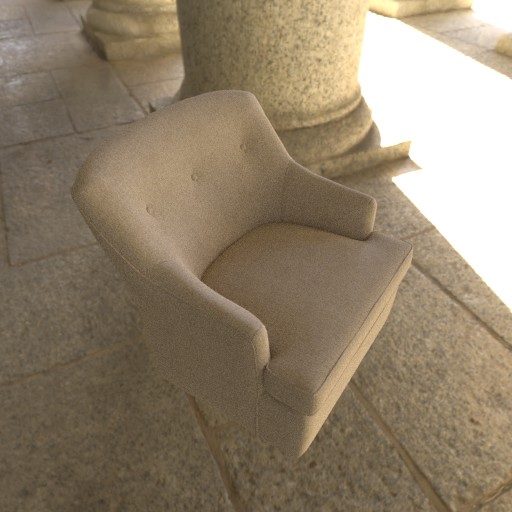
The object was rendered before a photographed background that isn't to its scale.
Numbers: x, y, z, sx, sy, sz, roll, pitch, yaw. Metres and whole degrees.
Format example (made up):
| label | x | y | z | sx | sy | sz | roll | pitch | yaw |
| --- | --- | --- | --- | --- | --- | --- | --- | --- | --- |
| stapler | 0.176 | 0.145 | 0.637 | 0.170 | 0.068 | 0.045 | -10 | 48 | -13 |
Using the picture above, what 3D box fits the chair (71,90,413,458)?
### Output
| label | x | y | z | sx | sy | sz | roll | pitch | yaw |
| --- | --- | --- | --- | --- | --- | --- | --- | --- | --- |
| chair | 0.000 | 0.000 | 1.589 | 0.923 | 0.856 | 0.864 | 25 | 47 | 25 |
